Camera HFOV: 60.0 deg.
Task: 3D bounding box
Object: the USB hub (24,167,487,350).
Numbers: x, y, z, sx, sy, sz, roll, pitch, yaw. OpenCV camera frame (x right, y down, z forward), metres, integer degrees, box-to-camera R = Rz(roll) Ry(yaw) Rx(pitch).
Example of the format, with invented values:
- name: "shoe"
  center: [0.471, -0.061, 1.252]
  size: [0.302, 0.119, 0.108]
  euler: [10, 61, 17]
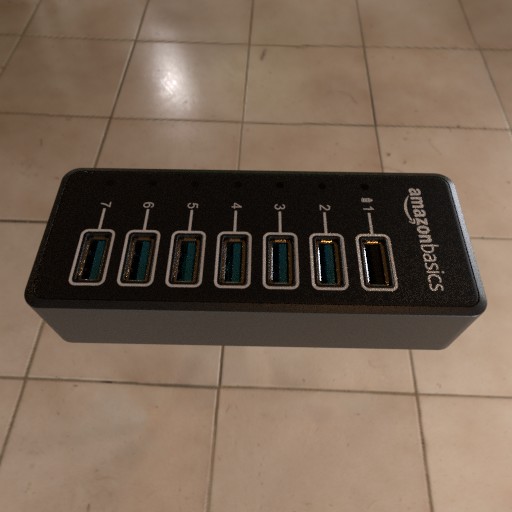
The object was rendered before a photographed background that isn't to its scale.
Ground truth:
- name: "USB hub"
  center: [0.000, 0.000, 0.123]
  size: [0.110, 0.023, 0.044]
  euler: [1, 58, 1]
